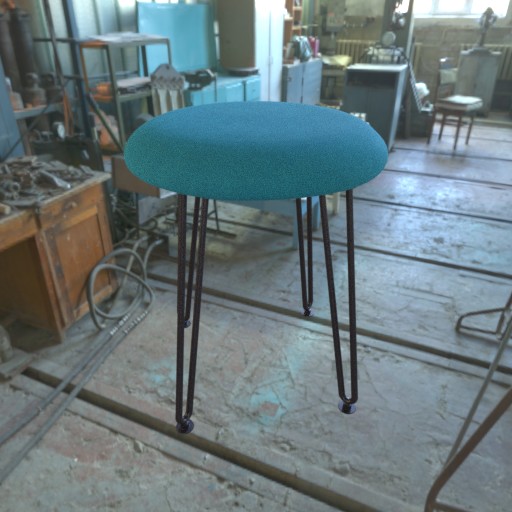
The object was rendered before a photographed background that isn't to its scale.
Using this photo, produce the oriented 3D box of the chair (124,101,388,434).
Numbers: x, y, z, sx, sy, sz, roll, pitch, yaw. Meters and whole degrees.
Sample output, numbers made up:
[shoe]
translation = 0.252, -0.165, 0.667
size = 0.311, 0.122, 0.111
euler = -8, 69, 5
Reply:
[chair]
translation = 0.000, 0.000, 0.690
size = 0.350, 0.430, 0.350
euler = -10, 30, -18
